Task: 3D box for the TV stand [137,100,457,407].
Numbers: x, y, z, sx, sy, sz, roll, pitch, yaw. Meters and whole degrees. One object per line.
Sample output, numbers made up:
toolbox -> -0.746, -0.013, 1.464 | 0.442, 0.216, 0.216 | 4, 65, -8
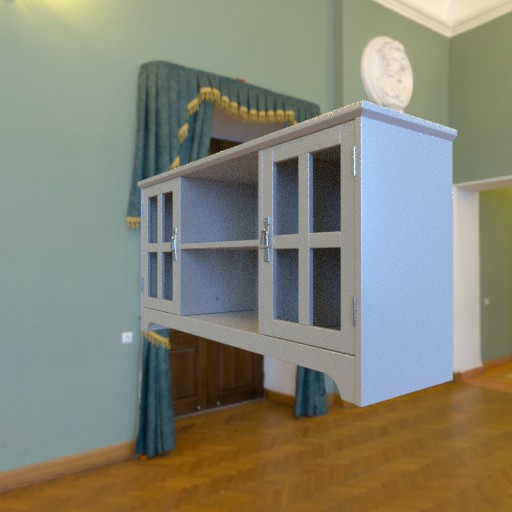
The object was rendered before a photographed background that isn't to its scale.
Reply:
TV stand -> 0.000, 0.000, 1.433 | 0.344, 0.603, 1.167 | 0, 0, -36
